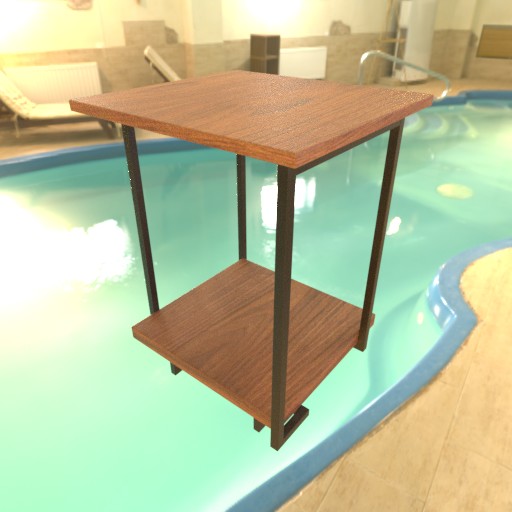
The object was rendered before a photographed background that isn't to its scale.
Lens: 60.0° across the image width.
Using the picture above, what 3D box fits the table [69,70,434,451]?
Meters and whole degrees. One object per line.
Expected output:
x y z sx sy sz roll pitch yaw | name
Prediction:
0.000 0.000 0.824 0.411 0.567 0.384 22 37 33 | table
